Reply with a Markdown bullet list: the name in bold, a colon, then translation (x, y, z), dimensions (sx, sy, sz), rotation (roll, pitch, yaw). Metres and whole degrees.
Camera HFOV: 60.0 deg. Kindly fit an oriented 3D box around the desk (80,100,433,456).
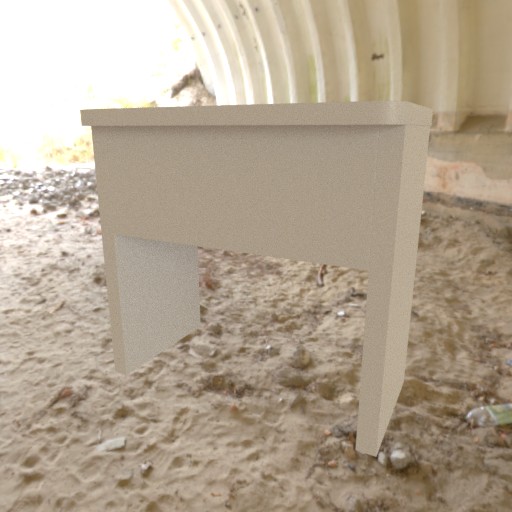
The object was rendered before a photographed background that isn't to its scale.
- **desk**: translation (0.000, 0.000, 1.211), dimensions (0.790, 0.760, 0.446), rotation (8, 18, 26)
